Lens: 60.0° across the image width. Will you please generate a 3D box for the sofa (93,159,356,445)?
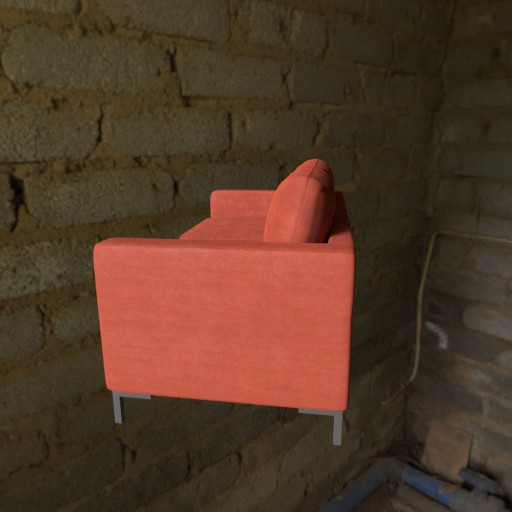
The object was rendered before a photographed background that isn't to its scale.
[{"bbox_3d":[0.000,0.000,2.149,0.864,0.896,1.574,2,16,9],"label":"sofa"}]
